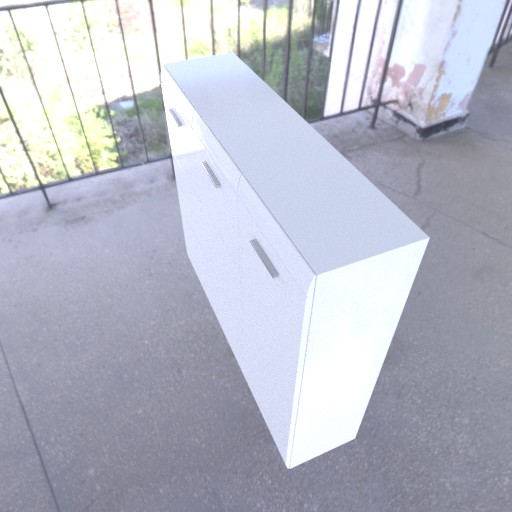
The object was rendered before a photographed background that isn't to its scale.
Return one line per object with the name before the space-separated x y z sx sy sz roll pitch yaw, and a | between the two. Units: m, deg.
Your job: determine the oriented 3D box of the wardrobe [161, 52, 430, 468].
wardrobe | 0.000 0.000 1.911 0.360 1.200 1.340 -17 47 -17
